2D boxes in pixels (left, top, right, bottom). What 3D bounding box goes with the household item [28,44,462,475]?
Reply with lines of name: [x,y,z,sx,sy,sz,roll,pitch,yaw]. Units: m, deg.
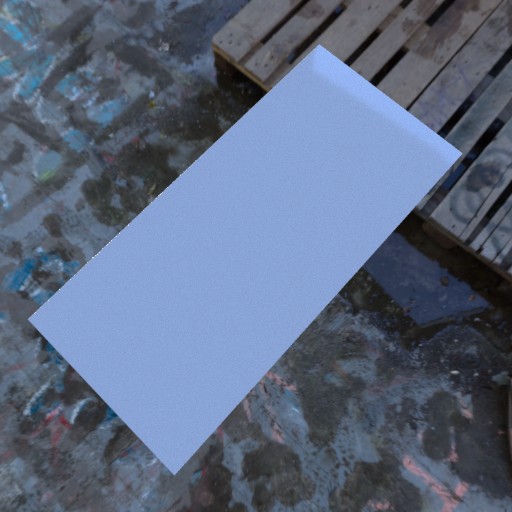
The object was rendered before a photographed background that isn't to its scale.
household item: [0.000,0.000,2.143,0.800,0.745,1.700,42,79,10]
